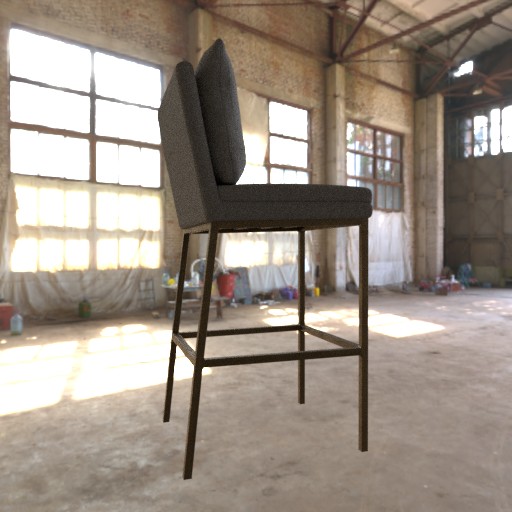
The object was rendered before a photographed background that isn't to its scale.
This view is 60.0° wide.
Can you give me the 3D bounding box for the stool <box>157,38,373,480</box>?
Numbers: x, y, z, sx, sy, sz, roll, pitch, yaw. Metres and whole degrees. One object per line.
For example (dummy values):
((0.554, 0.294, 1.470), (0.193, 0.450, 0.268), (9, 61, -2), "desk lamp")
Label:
((0.000, 0.000, 1.405), (0.569, 1.132, 0.463), (0, 1, -19), "stool")
